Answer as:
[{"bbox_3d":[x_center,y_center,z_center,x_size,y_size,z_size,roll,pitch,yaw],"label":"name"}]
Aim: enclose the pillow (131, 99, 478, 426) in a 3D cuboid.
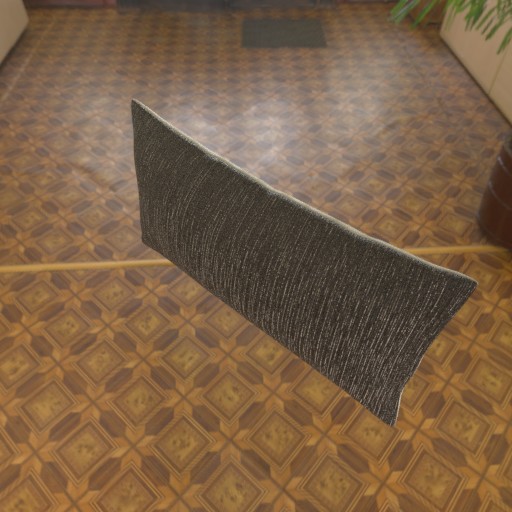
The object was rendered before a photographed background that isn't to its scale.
[{"bbox_3d":[0.000,0.000,0.718,0.608,0.305,0.156,33,56,26],"label":"pillow"}]
